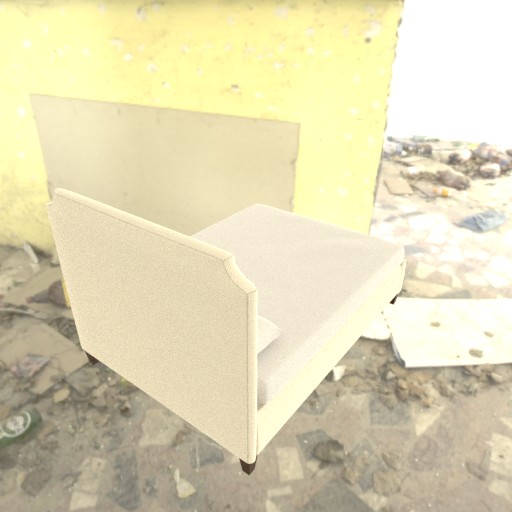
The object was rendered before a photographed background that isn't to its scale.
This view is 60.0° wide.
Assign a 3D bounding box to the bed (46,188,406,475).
[{"bbox_3d":[0.000,0.000,3.538,1.712,1.497,2.372,20,35,32],"label":"bed"}]
